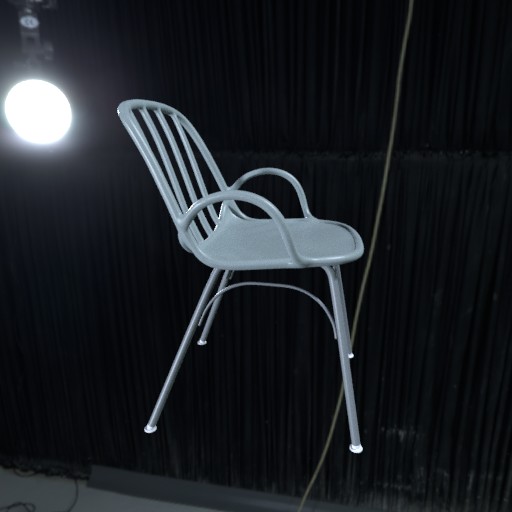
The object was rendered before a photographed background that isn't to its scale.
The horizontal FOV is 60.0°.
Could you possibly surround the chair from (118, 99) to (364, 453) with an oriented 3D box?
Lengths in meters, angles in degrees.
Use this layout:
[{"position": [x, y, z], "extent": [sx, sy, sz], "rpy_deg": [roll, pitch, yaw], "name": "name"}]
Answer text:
[{"position": [0.000, 0.000, 1.222], "extent": [0.597, 0.816, 0.549], "rpy_deg": [3, 17, 9], "name": "chair"}]
